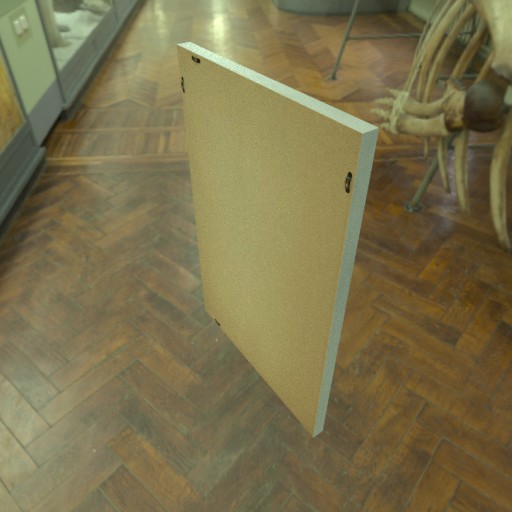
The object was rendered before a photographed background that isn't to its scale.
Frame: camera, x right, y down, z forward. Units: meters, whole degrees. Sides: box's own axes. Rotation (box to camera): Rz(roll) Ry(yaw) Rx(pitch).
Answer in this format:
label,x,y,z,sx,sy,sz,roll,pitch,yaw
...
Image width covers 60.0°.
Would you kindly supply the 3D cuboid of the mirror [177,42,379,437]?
label,x,y,z,sx,sy,sz,roll,pitch,yaw
mirror,0.000,0.000,1.165,0.041,0.915,0.609,-24,46,-26
